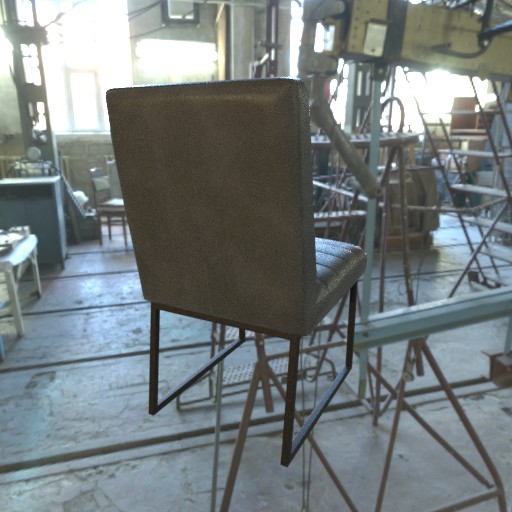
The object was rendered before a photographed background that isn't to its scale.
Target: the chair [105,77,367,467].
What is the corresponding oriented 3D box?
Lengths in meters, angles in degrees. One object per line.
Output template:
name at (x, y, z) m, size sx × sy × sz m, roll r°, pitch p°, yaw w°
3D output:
chair at (0.000, 0.000, 1.324) m, size 0.520 × 0.930 × 0.634 m, roll 9°, pitch 18°, yaw 27°
